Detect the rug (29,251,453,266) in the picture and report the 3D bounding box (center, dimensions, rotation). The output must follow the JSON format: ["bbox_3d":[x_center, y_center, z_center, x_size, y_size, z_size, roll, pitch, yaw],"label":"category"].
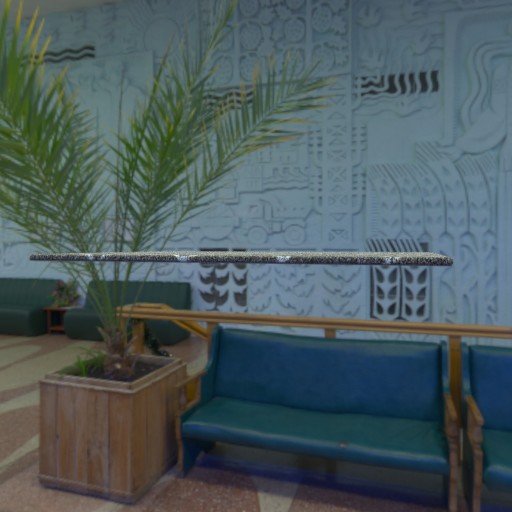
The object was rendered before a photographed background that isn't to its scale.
[{"bbox_3d":[0.000,0.000,2.299,1.778,0.030,1.219,0,1,19],"label":"rug"}]
